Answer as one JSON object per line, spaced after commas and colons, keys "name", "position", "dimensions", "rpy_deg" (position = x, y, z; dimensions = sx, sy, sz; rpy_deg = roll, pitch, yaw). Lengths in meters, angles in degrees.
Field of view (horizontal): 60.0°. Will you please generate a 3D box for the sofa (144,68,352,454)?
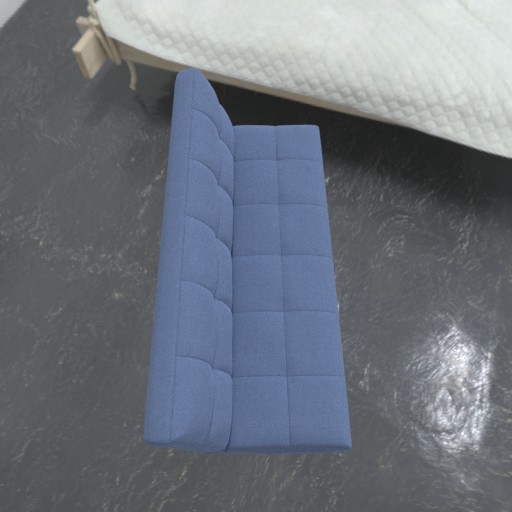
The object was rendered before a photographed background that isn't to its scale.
{"name": "sofa", "position": [0.000, 0.000, 2.213], "dimensions": [0.796, 0.800, 1.800], "rpy_deg": [-1, 64, 0]}
